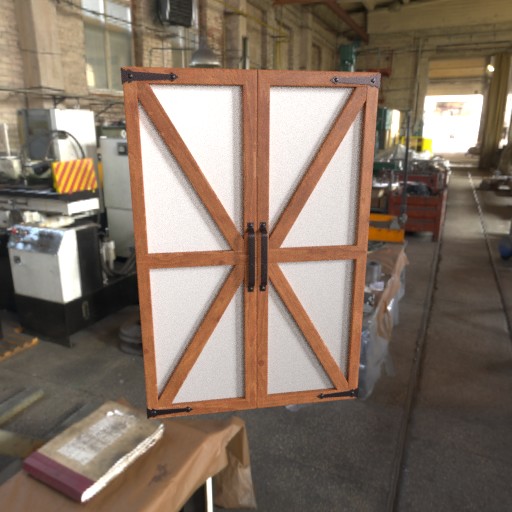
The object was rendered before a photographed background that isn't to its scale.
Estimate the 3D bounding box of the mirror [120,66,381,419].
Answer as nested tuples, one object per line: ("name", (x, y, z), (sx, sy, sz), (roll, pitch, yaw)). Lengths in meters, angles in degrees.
("mirror", (0.000, 0.000, 0.977), (0.517, 0.761, 0.053), (-3, 16, -9))
